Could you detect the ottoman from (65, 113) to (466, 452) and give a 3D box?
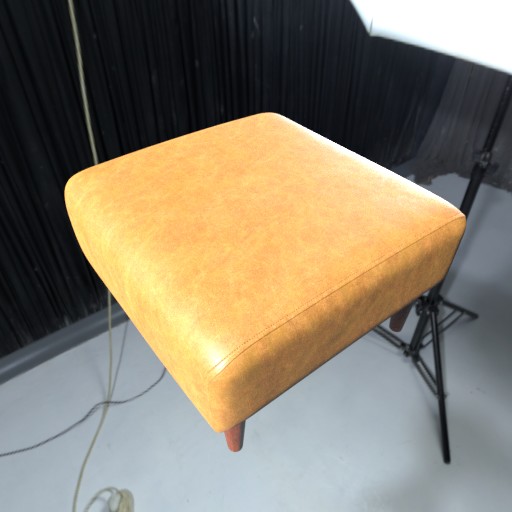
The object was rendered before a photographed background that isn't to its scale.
[{"bbox_3d":[0.000,0.000,1.049,0.650,0.399,0.650,-27,48,-27],"label":"ottoman"}]
